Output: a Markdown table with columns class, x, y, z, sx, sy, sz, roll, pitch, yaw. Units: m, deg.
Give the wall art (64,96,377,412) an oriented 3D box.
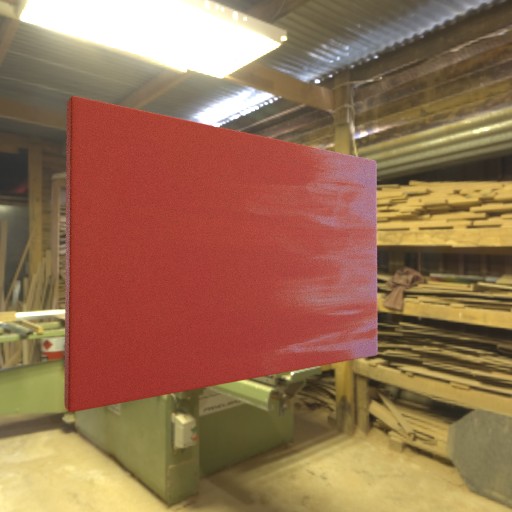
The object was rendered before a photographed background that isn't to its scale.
| class | x | y | z | sx | sy | sz | roll | pitch | yaw |
| --- | --- | --- | --- | --- | --- | --- | --- | --- | --- |
| wall art | 0.000 | 0.000 | 1.134 | 0.913 | 0.609 | 0.040 | 1 | -1 | -36 |
